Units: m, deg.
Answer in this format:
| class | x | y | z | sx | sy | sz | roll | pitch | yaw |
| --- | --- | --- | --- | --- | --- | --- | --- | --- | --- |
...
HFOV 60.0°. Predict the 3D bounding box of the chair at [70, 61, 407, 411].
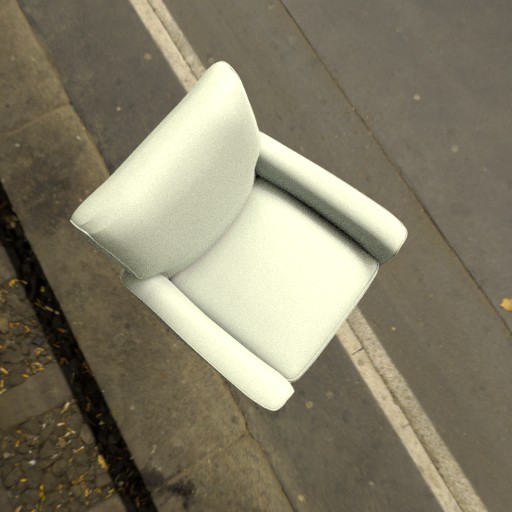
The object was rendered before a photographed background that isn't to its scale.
| class | x | y | z | sx | sy | sz | roll | pitch | yaw |
| --- | --- | --- | --- | --- | --- | --- | --- | --- | --- |
| chair | 0.000 | 0.000 | 1.702 | 0.846 | 1.007 | 0.853 | 38 | 79 | 9 |
